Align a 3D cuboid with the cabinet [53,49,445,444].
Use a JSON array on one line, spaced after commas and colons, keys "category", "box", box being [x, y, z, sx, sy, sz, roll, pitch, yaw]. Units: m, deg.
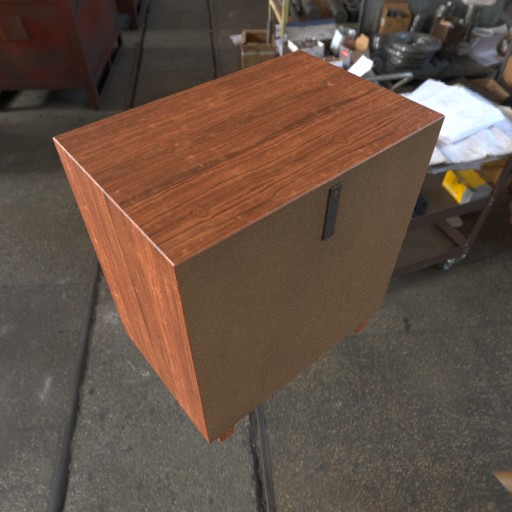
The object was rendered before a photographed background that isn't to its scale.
[{"category": "cabinet", "box": [0.000, 0.000, 1.067, 0.607, 0.695, 0.410, -31, 54, -26]}]
